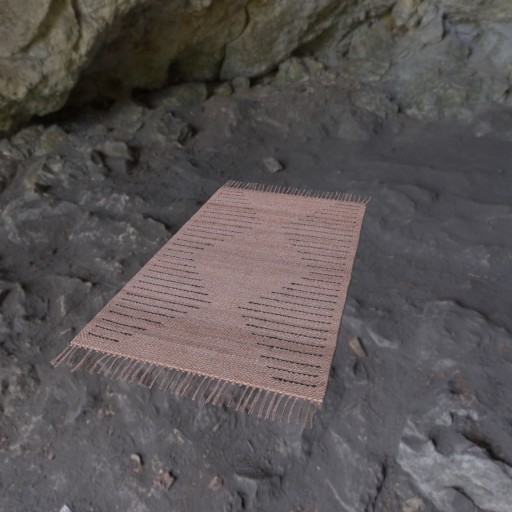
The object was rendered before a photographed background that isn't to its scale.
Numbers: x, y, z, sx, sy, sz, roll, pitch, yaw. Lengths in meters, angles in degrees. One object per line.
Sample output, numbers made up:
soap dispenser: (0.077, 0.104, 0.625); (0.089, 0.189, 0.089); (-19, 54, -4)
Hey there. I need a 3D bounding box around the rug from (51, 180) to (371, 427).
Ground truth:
rug: (0.000, 0.000, 2.041); (0.905, 0.017, 1.718); (9, 32, 14)
